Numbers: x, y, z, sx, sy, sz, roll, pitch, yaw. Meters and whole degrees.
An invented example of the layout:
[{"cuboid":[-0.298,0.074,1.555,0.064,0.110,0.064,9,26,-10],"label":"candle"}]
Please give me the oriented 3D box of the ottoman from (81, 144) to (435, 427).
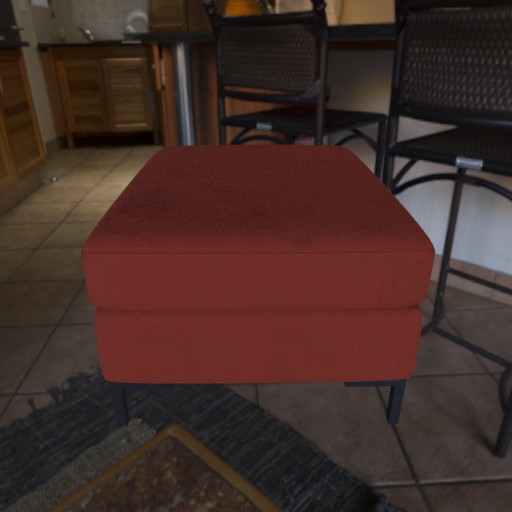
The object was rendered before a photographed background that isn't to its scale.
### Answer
[{"cuboid":[0.000,0.000,1.192,0.650,0.462,0.782,0,26,-1],"label":"ottoman"}]
